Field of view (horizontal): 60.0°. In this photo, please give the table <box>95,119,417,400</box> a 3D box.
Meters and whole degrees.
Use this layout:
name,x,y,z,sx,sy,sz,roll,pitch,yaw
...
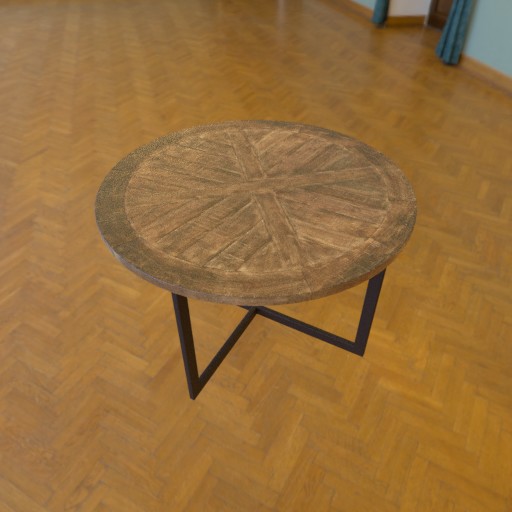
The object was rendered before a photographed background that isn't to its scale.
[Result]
name,x,y,z,sx,sy,sz,roll,pitch,yaw
table,0.000,0.000,2.047,1.264,0.762,1.264,0,41,0
